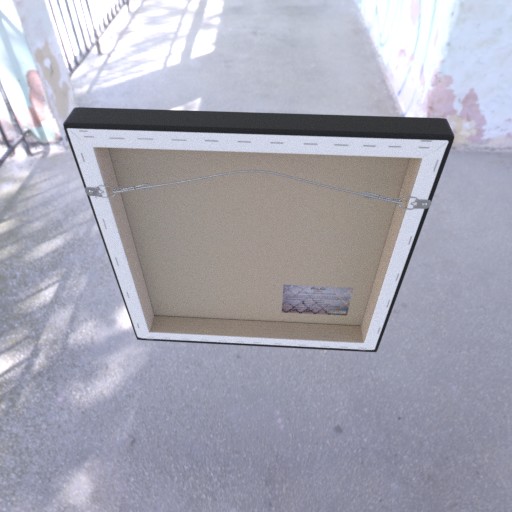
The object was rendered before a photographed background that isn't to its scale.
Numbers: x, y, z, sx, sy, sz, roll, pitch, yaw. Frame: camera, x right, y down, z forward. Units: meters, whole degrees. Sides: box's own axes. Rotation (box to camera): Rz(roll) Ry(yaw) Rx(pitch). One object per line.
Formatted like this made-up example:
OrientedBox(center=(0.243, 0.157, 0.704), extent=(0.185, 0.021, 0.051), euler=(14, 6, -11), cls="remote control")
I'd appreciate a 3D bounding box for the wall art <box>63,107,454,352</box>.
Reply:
OrientedBox(center=(0.000, 0.000, 0.612), extent=(0.406, 0.407, 0.041), euler=(2, 46, 2), cls="wall art")
